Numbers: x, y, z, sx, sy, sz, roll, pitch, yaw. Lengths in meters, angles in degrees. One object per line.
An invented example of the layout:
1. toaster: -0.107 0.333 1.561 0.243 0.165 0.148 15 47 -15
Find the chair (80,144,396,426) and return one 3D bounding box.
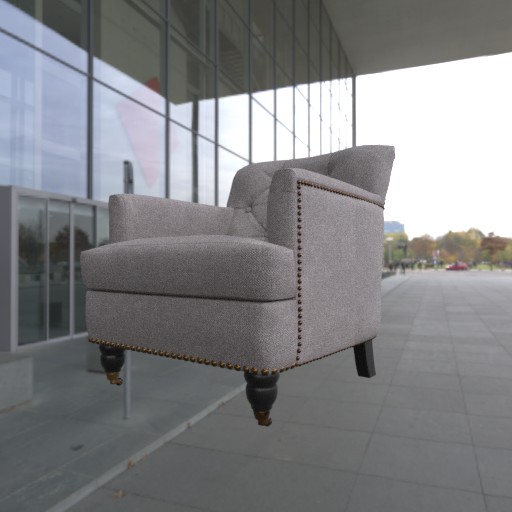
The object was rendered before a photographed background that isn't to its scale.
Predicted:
1. chair: 0.000 0.000 1.503 0.737 0.823 0.902 -1 -1 37
